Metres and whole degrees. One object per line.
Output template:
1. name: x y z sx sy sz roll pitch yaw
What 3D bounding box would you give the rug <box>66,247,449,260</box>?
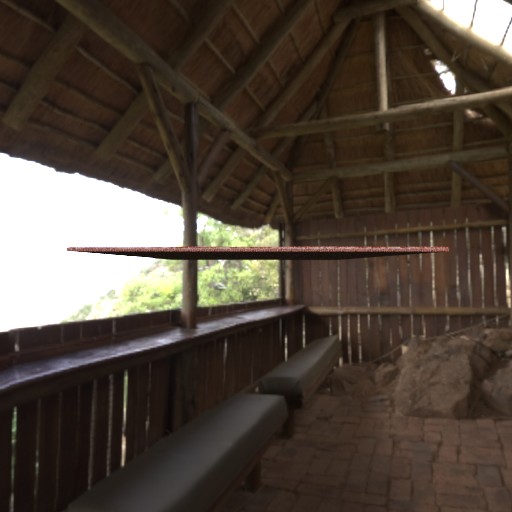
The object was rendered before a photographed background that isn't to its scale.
1. rug: 0.000 0.000 2.315 1.219 0.016 1.829 0 -1 0
